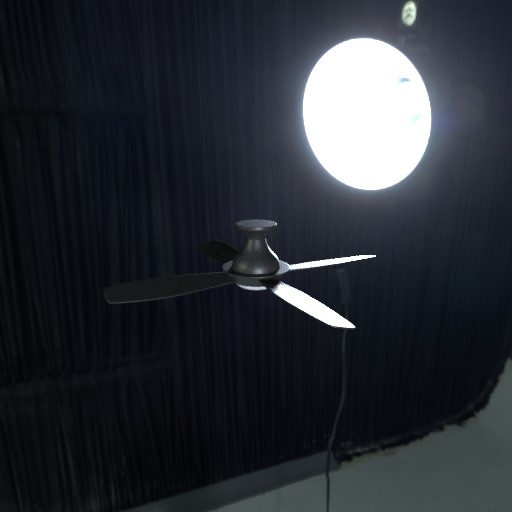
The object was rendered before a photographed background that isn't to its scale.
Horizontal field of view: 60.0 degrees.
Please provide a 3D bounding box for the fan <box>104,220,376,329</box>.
[{"bbox_3d":[0.000,0.000,2.558,1.694,0.382,1.694,-7,17,-25],"label":"fan"}]
